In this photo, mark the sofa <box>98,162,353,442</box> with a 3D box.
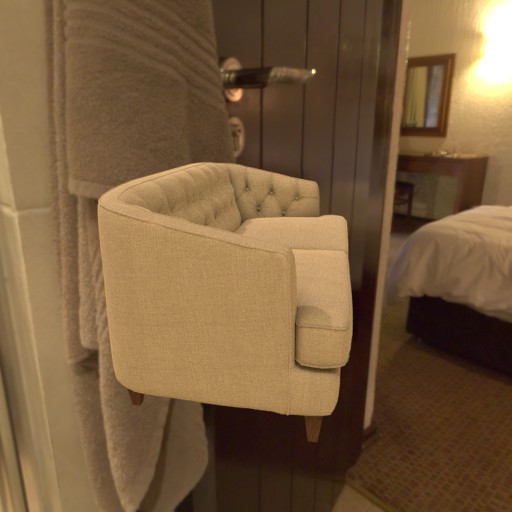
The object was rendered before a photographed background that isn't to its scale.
[{"bbox_3d":[0.000,0.000,2.266,0.941,0.855,1.733,3,17,10],"label":"sofa"}]
